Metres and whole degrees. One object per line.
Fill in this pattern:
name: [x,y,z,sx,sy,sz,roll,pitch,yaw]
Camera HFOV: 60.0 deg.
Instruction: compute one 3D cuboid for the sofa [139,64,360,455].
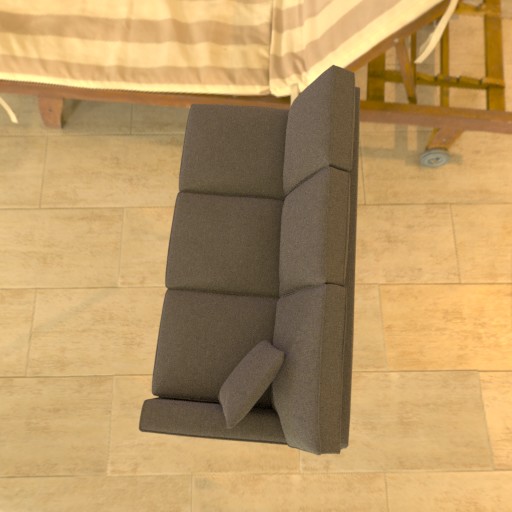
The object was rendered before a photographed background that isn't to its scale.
sofa: [0.000,0.000,2.557,1.034,0.946,1.963,5,75,1]
